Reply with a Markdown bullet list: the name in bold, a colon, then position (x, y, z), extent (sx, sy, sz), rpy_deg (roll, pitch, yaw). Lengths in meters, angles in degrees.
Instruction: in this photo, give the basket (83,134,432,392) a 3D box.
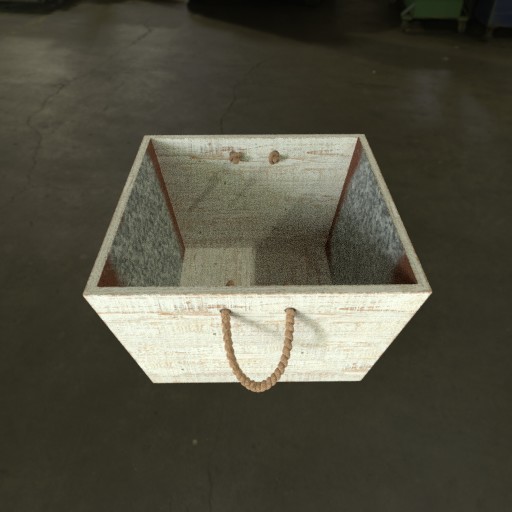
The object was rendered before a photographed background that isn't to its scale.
- **basket**: position (0.000, 0.000, 0.759), extent (0.413, 0.247, 0.545), rpy_deg (0, 41, -1)
